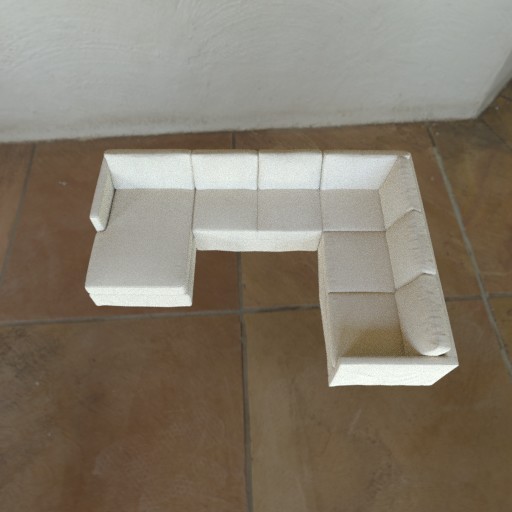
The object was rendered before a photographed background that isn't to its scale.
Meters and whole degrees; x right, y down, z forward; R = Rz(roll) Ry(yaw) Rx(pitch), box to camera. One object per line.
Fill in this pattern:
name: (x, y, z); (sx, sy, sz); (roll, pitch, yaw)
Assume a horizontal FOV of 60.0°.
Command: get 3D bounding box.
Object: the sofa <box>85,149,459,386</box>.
sofa: (0.000, 0.000, 4.568); (3.464, 0.882, 2.448); (0, 60, 0)
